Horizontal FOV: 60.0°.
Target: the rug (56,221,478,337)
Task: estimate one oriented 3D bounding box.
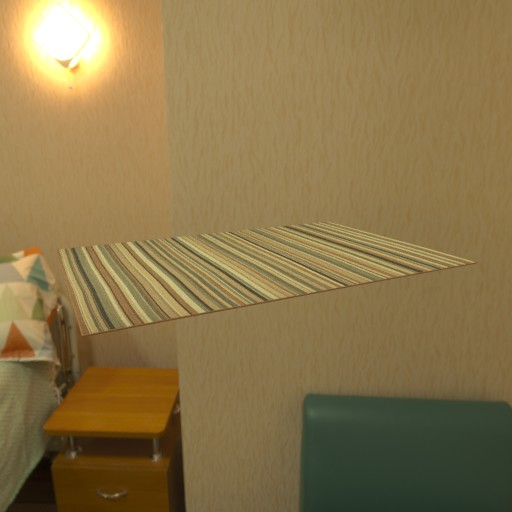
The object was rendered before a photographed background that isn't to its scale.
[{"bbox_3d":[0.000,0.000,2.292,1.829,0.008,1.219,-8,17,-26],"label":"rug"}]
